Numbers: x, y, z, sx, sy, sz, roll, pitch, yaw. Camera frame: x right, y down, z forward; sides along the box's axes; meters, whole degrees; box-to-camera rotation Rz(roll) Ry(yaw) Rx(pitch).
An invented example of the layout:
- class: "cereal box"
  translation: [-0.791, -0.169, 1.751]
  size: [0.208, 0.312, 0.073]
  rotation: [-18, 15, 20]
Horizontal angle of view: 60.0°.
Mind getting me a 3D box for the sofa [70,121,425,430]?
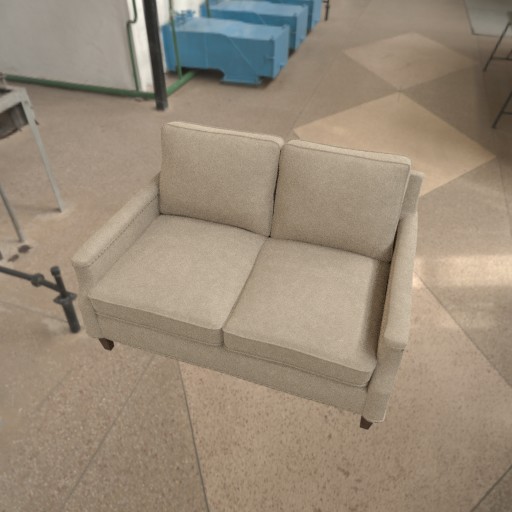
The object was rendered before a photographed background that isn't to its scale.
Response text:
- class: "sofa"
  translation: [0.000, 0.000, 2.350]
  size: [1.597, 1.002, 1.084]
  rotation: [13, 43, 14]
